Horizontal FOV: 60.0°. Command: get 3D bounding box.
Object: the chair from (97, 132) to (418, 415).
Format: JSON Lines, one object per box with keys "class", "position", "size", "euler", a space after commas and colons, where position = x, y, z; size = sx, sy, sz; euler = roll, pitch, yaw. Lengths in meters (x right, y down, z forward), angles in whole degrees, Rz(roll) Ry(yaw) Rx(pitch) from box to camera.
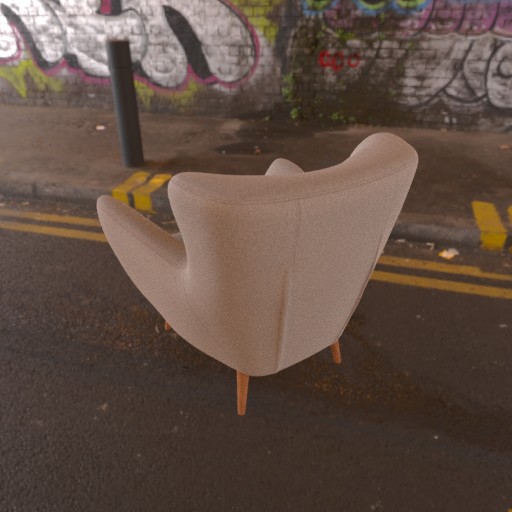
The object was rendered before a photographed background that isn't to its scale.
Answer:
{"class": "chair", "position": [0.000, 0.000, 1.627], "size": [0.890, 0.889, 0.889], "euler": [-19, 34, -29]}
